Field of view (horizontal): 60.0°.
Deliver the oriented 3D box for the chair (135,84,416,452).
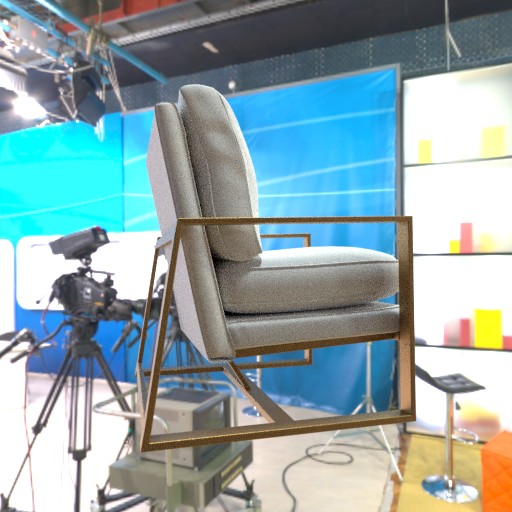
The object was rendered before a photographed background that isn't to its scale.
[{"bbox_3d":[0.000,0.000,1.572,0.813,0.966,0.805,0,-1,-16],"label":"chair"}]
